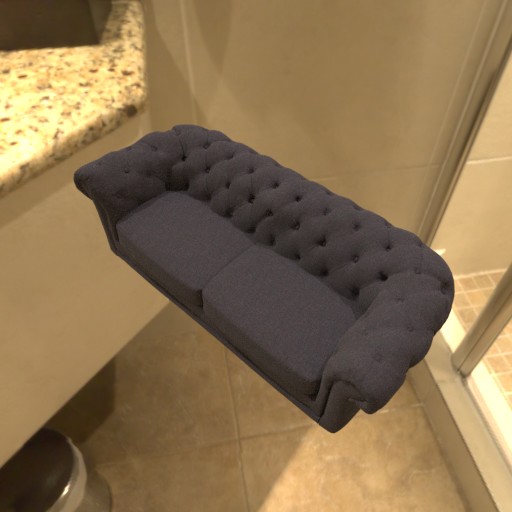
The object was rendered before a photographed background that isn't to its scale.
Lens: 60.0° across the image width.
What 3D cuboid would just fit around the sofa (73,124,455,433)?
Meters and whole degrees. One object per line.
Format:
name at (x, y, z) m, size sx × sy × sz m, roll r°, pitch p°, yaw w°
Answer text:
sofa at (0.000, 0.000, 2.835) m, size 2.335 × 0.836 × 1.046 m, roll 34°, pitch 56°, yaw 27°
